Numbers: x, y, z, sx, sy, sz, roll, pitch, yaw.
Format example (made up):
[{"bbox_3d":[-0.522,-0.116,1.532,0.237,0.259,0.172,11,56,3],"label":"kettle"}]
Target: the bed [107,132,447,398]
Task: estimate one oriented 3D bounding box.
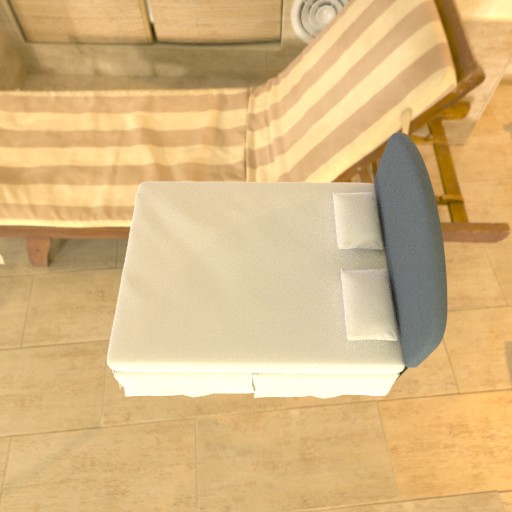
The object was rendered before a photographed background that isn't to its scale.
[{"bbox_3d":[0.000,0.000,3.080,2.005,1.410,1.607,0,59,0],"label":"bed"}]
